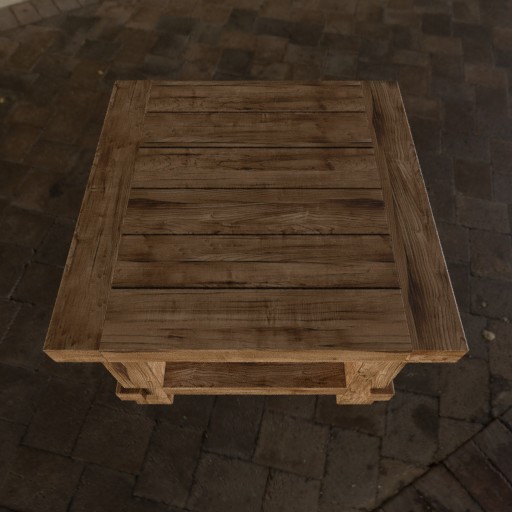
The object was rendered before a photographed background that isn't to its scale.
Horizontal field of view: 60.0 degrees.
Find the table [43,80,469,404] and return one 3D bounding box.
[{"bbox_3d":[0.000,0.000,0.989,0.610,0.457,0.610,0,58,0],"label":"table"}]
